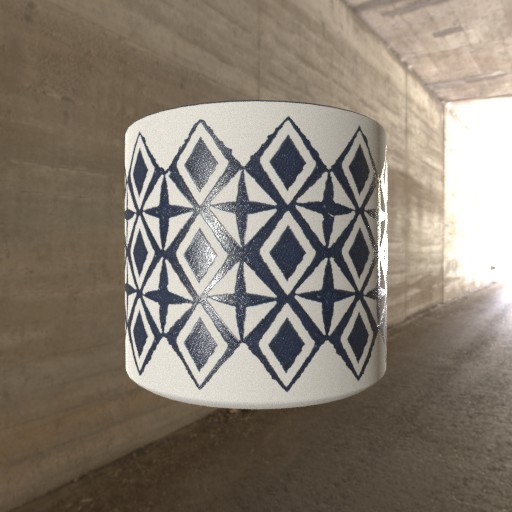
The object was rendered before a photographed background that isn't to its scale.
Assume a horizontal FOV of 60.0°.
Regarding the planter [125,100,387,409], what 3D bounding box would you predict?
[{"bbox_3d":[0.000,0.000,0.280,0.159,0.144,0.159,0,1,0],"label":"planter"}]
